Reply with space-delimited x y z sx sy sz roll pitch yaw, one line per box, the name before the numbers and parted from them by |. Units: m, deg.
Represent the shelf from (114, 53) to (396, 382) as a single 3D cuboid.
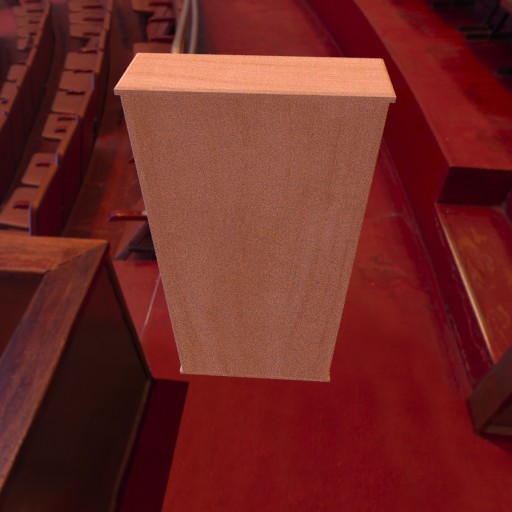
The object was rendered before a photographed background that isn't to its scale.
shelf | 0.000 0.000 1.238 0.520 1.030 0.175 2 45 2
